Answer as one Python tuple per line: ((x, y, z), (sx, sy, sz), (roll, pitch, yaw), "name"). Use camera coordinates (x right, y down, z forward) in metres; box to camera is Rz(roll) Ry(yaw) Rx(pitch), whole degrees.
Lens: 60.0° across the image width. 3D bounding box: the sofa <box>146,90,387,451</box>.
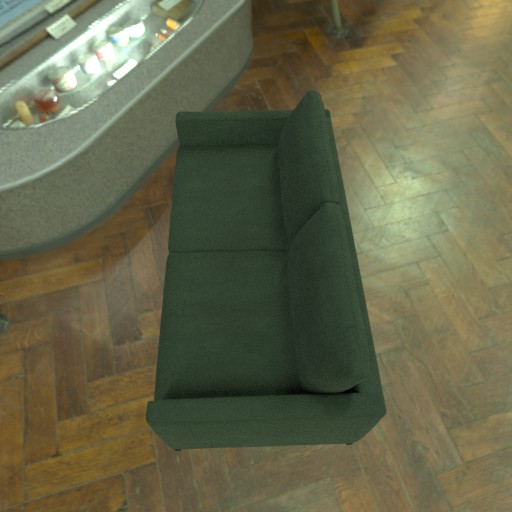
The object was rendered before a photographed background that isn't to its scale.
((0.000, 0.000, 2.169), (0.875, 0.817, 1.676), (-2, 57, -1), "sofa")
